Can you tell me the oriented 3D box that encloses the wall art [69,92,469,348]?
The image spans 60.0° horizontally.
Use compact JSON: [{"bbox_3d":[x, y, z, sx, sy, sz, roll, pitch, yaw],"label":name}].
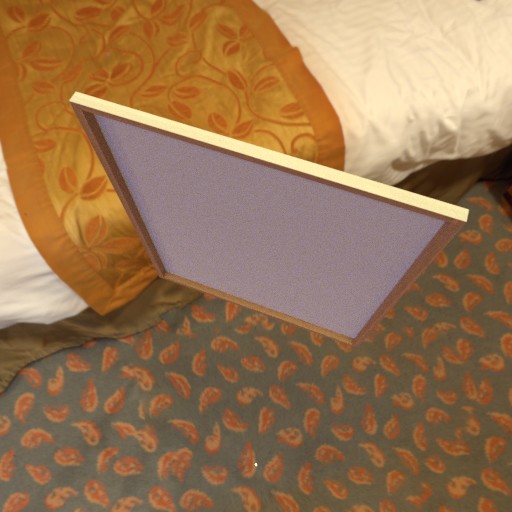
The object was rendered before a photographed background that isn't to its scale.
[{"bbox_3d":[0.000,0.000,0.963,0.609,0.710,0.021,19,66,9],"label":"wall art"}]
